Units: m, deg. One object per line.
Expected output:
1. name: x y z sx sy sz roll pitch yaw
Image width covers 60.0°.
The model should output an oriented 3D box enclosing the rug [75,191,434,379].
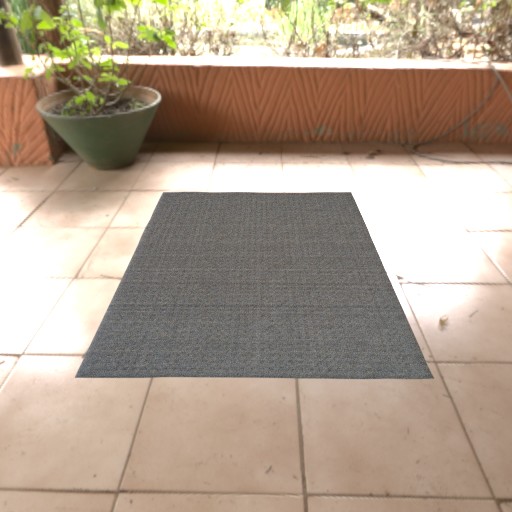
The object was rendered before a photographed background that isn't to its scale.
1. rug: 0.000 0.000 4.360 2.443 0.007 3.200 0 31 0
